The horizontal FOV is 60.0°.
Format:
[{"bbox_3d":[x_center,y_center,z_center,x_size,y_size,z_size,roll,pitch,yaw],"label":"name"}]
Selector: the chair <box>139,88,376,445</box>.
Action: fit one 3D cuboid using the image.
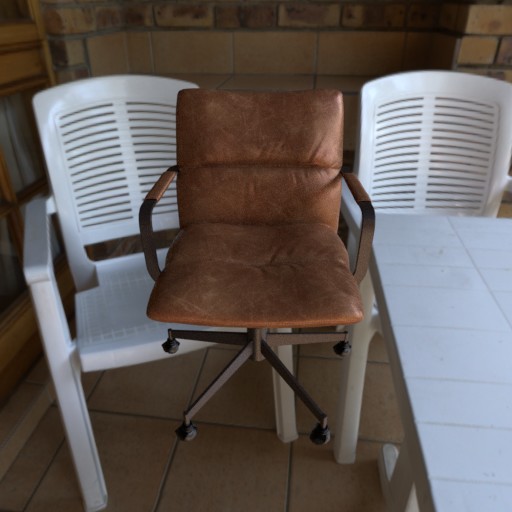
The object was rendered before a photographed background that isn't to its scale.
[{"bbox_3d":[0.000,0.000,1.445,0.727,0.922,0.754,1,30,1],"label":"chair"}]
